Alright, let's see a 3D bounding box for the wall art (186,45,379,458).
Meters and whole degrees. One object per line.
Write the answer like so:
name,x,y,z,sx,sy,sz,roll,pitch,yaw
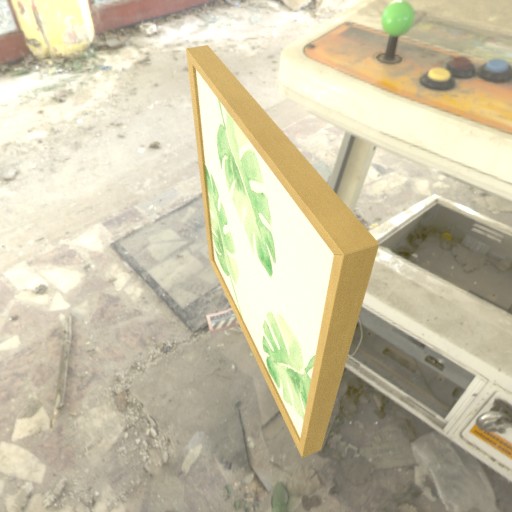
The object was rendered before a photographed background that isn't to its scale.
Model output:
wall art,0.000,0.000,0.751,0.038,0.508,0.508,-17,49,-15
